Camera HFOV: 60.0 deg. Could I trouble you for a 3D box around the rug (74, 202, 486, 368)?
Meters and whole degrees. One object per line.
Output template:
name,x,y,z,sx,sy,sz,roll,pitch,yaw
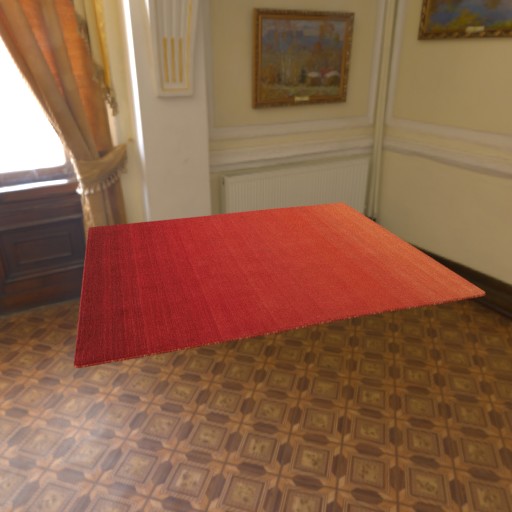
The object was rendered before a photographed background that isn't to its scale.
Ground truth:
rug,0.000,0.000,3.941,2.905,0.028,2.340,-7,26,-15
